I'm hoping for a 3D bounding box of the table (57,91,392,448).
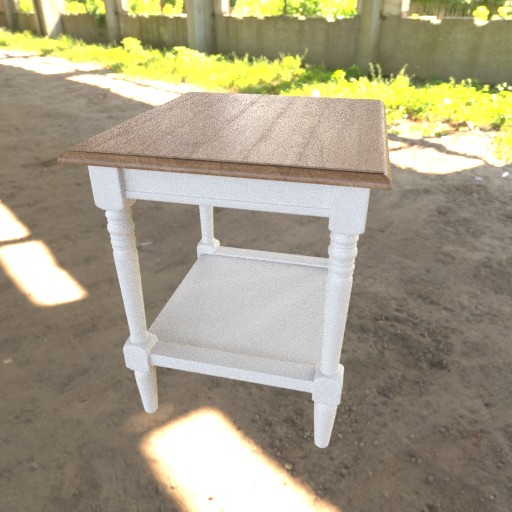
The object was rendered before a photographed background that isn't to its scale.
[{"bbox_3d":[0.000,0.000,0.927,0.457,0.561,0.508,7,30,11],"label":"table"}]
